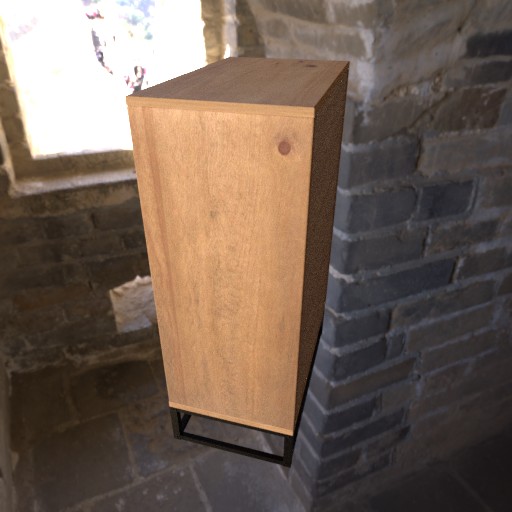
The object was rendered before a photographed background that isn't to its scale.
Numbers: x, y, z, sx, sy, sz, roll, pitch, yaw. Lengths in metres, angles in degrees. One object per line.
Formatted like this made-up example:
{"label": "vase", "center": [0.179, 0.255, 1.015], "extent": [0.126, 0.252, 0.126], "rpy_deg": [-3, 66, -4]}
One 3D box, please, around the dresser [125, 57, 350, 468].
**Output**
{"label": "dresser", "center": [0.000, 0.000, 1.620], "extent": [0.479, 1.240, 0.761], "rpy_deg": [8, 32, 14]}
